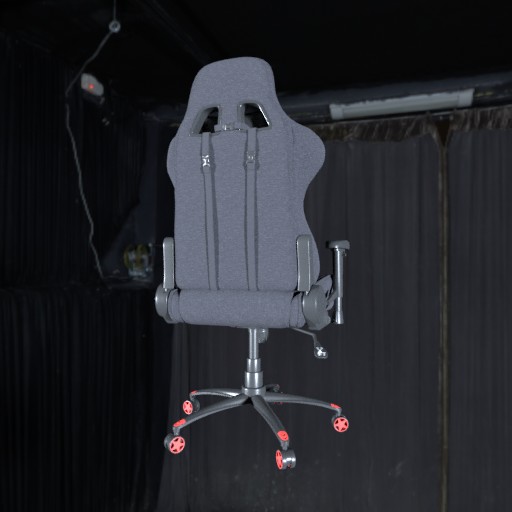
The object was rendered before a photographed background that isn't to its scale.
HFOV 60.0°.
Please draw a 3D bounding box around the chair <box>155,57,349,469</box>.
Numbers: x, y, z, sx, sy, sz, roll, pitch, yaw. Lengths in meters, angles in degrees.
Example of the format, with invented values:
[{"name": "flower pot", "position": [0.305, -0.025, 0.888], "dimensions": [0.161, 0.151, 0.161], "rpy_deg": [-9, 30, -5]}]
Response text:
[{"name": "chair", "position": [0.000, 0.000, 1.727], "dimensions": [0.695, 1.326, 0.658], "rpy_deg": [0, -1, 18]}]
